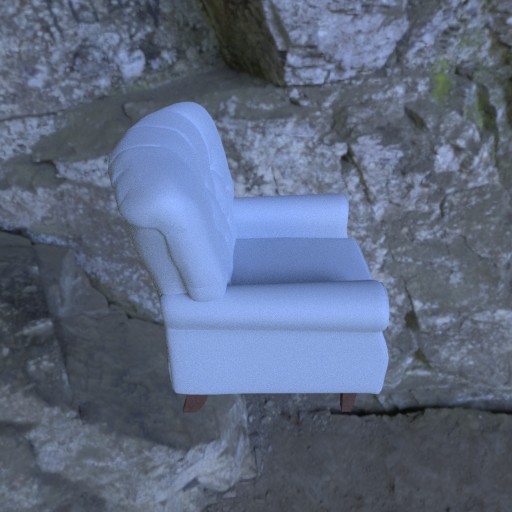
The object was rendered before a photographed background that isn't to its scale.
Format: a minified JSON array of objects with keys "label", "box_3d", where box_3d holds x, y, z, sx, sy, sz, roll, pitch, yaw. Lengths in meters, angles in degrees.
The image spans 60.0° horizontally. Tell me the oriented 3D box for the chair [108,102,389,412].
[{"label":"chair","box_3d":[0.000,0.000,2.070,1.128,1.217,1.090,0,33,0]}]
